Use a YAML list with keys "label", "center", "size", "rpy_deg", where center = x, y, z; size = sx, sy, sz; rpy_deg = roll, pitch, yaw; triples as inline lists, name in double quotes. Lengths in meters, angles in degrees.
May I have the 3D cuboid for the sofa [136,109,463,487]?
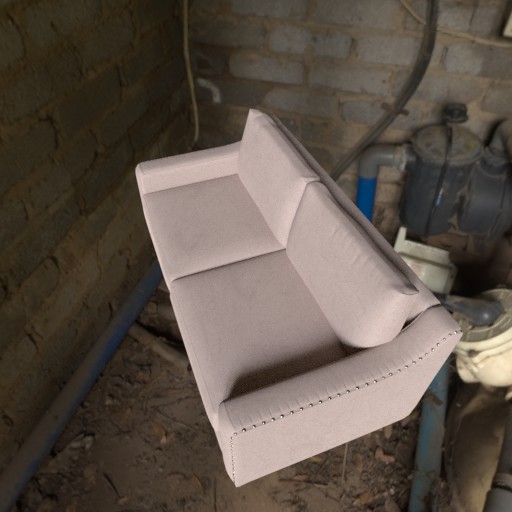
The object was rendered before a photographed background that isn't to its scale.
- label: "sofa"
  center: [0.000, 0.000, 2.490]
  size: [1.030, 0.901, 1.967]
  rpy_deg: [-15, 46, -15]
